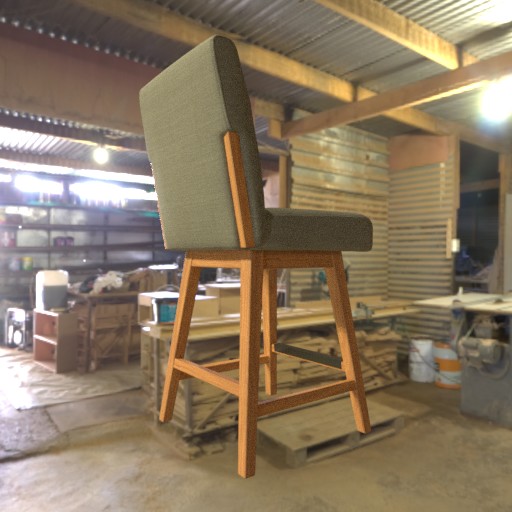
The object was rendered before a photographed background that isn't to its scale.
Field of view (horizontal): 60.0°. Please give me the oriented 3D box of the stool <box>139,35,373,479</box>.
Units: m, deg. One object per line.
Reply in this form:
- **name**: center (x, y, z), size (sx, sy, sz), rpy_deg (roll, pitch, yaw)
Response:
- **stool**: center (0.000, 0.000, 1.316), size (0.570, 1.019, 0.459), rpy_deg (0, 0, -37)
